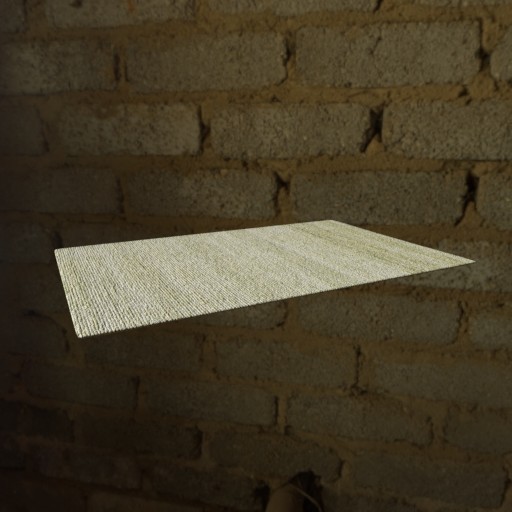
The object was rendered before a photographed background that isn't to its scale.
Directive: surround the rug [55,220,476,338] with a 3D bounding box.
[{"bbox_3d":[0.000,0.000,2.181,1.758,0.010,1.143,-8,18,-26],"label":"rug"}]
